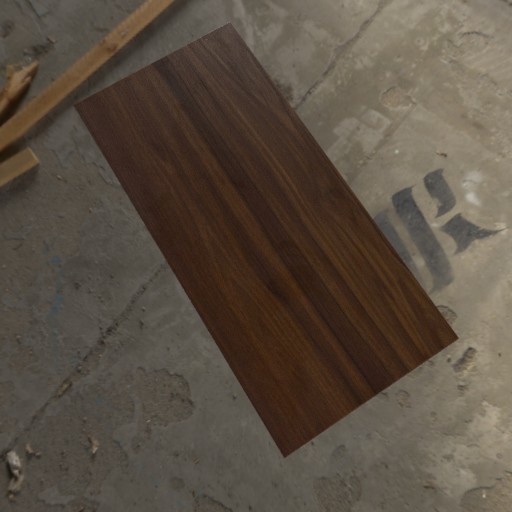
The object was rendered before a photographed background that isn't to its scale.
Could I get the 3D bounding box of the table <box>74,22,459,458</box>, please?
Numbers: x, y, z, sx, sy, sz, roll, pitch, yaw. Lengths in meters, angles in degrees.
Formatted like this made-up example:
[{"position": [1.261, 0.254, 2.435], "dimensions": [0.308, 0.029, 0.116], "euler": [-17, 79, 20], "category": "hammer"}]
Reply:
[{"position": [0.000, 0.000, 1.216], "dimensions": [0.390, 0.725, 0.802], "euler": [-31, 79, -7], "category": "table"}]
